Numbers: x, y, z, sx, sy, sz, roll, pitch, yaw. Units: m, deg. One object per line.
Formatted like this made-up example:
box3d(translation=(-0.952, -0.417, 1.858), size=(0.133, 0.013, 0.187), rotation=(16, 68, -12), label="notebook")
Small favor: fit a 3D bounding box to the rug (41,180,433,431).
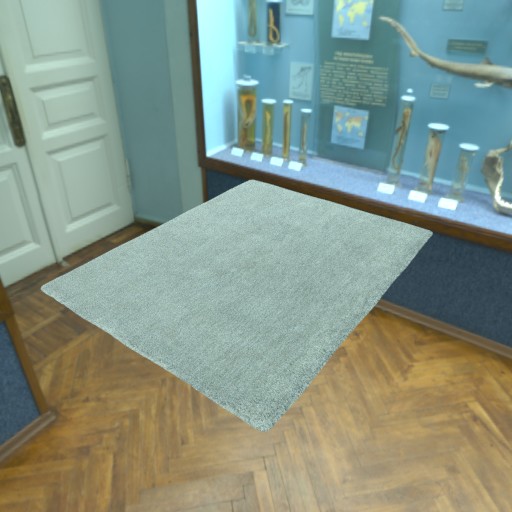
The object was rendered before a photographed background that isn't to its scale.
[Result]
box3d(translation=(0.000, 0.000, 4.052), size=(2.332, 0.027, 2.933), rotation=(22, 38, 30), label="rug")
